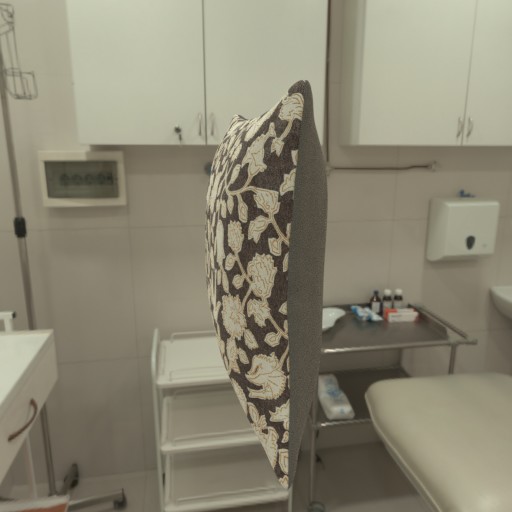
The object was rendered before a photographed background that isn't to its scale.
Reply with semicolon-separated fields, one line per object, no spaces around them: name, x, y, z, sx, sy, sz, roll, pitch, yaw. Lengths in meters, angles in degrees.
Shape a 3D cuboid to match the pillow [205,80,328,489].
pillow;0.000;0.000;0.773;0.166;0.507;0.526;-2;14;-10
